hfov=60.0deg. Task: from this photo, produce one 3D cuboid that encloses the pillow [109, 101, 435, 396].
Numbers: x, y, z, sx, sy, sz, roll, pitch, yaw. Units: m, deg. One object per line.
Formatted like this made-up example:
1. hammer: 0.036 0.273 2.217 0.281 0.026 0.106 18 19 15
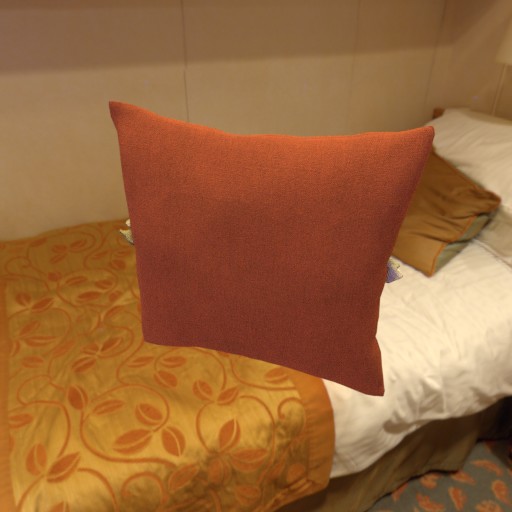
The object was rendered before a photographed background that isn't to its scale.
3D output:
1. pillow: 0.000 0.000 0.746 0.490 0.482 0.165 10 33 15
